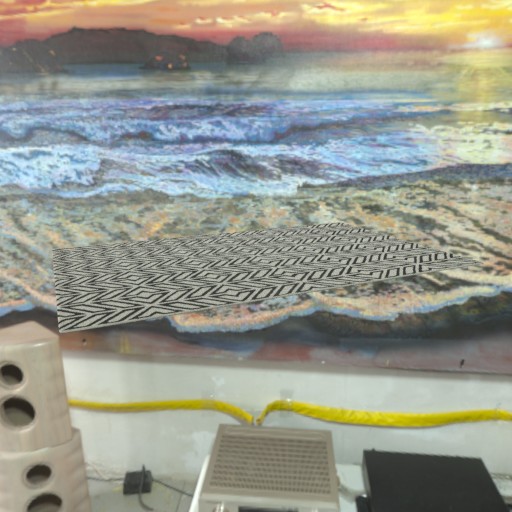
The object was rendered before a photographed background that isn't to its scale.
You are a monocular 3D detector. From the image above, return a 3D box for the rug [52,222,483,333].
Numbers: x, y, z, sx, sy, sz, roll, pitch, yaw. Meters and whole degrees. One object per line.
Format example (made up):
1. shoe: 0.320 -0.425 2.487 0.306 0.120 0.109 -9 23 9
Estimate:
1. rug: 0.000 0.000 2.931 2.438 0.008 1.523 -7 16 -24
